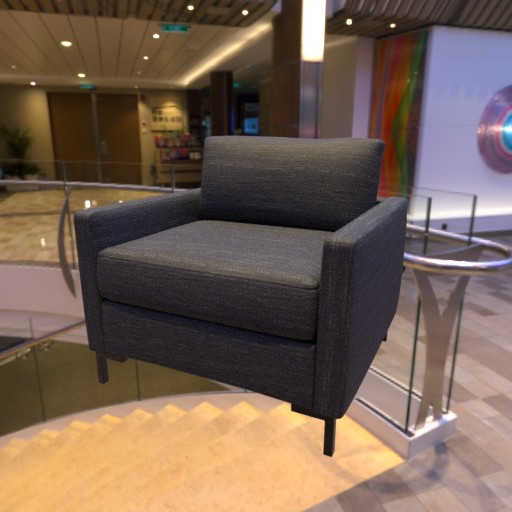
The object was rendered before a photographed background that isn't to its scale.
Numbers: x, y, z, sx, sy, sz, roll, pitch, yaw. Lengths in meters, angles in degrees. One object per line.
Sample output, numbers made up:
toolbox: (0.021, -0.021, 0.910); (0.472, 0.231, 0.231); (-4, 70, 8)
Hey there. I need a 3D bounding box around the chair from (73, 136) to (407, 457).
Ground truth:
chair: (0.000, 0.000, 1.650); (0.963, 0.861, 0.866); (7, 17, 25)
